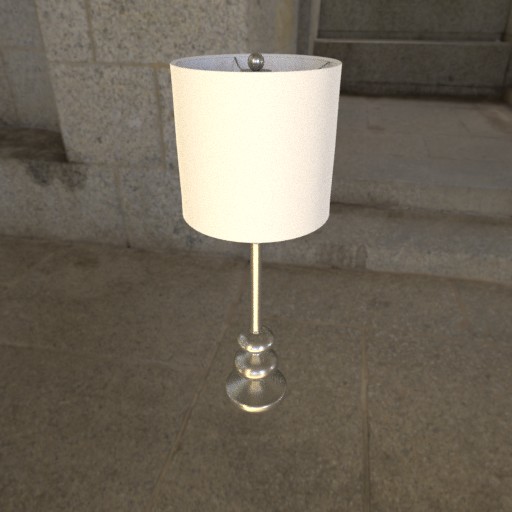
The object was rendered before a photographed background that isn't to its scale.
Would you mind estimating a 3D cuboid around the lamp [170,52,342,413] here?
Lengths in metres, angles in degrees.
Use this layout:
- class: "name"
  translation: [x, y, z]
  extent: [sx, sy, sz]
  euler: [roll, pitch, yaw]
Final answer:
- class: "lamp"
  translation: [0.000, 0.000, 0.824]
  extent: [0.254, 0.690, 0.254]
  euler: [-9, 30, -15]
